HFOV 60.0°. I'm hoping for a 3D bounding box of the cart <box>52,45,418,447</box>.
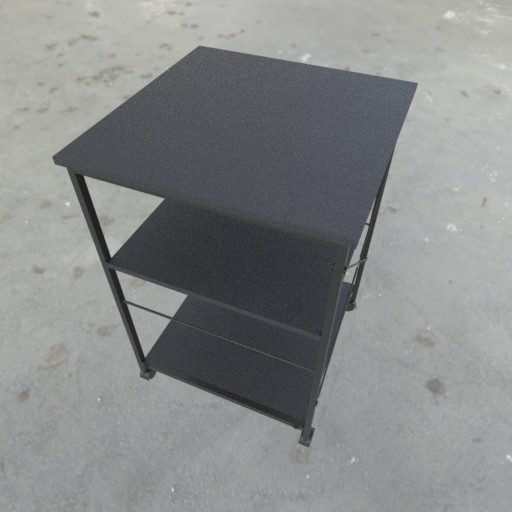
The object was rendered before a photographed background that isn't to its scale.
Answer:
[{"bbox_3d":[0.000,0.000,1.109,0.520,0.762,0.521,17,48,16],"label":"cart"}]
